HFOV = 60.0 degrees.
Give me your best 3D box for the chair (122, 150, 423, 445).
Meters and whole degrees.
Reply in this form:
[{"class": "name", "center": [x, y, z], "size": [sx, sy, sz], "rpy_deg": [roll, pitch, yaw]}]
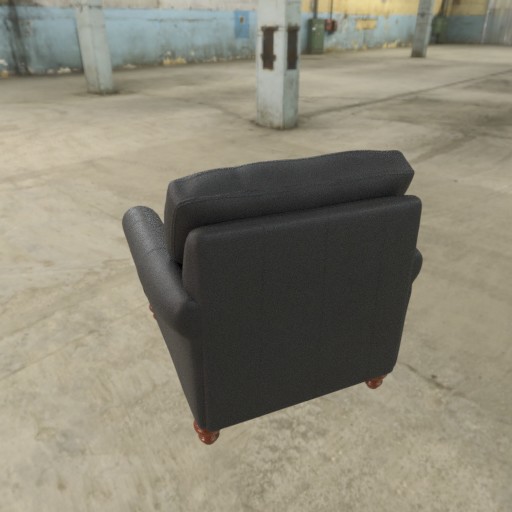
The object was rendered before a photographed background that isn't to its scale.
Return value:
[{"class": "chair", "center": [0.000, 0.000, 1.827], "size": [1.015, 0.960, 1.027], "rpy_deg": [-8, 28, -16]}]
